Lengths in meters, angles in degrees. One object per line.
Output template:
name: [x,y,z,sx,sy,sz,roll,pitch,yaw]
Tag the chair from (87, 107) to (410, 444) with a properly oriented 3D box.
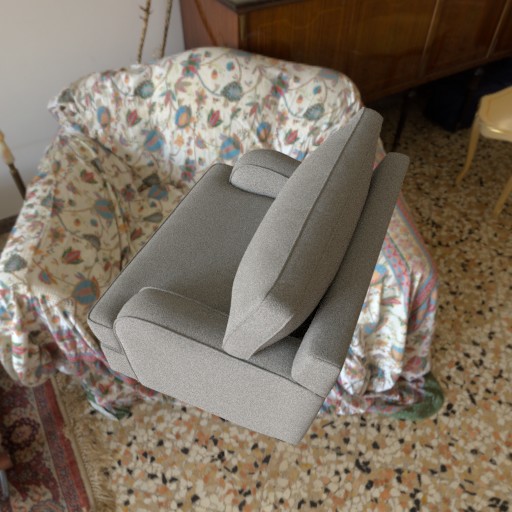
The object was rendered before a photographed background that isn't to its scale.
chair: [0.000,0.000,2.016,1.040,1.016,1.220,17,49,16]
